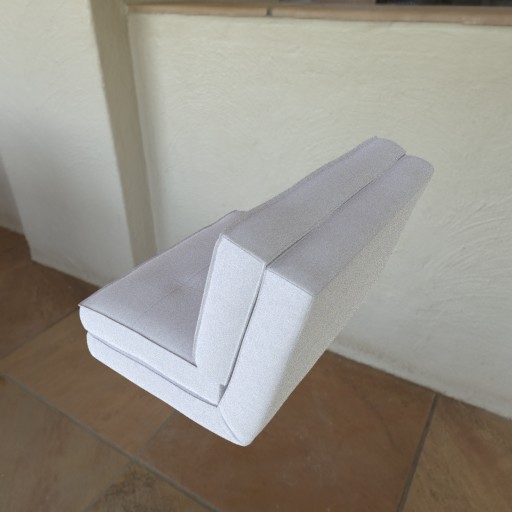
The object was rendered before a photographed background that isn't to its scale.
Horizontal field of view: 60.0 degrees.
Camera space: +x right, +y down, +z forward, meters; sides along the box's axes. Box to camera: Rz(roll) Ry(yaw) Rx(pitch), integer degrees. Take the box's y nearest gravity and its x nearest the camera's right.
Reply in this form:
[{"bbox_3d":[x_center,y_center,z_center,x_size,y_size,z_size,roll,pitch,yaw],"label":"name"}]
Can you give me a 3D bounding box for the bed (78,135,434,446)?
[{"bbox_3d":[0.000,0.000,1.317,0.749,0.614,0.799,19,36,29],"label":"bed"}]
